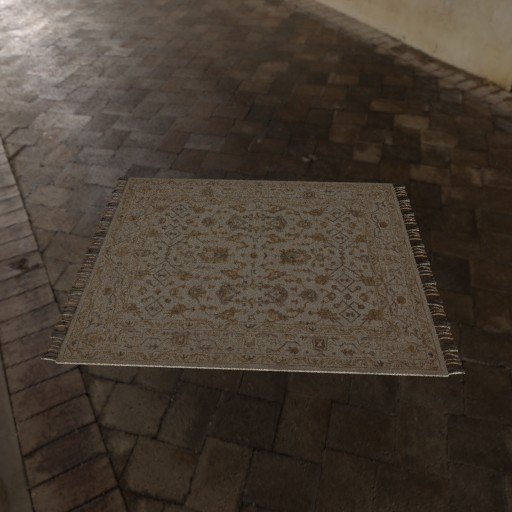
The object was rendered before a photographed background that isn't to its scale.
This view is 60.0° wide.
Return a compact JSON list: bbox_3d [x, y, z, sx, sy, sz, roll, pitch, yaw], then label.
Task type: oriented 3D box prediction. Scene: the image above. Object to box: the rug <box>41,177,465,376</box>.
[{"bbox_3d":[0.000,0.000,2.232,1.726,0.009,1.278,2,46,2],"label":"rug"}]
